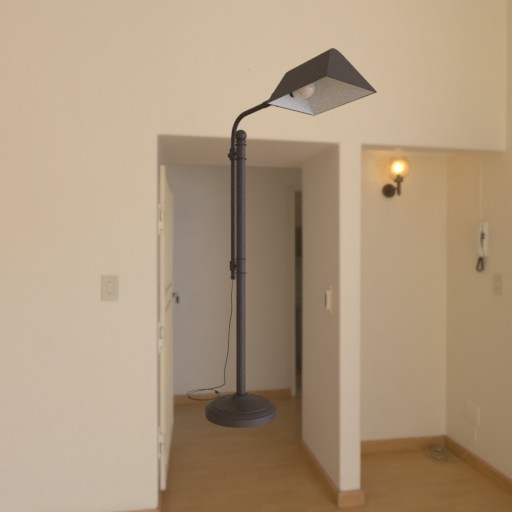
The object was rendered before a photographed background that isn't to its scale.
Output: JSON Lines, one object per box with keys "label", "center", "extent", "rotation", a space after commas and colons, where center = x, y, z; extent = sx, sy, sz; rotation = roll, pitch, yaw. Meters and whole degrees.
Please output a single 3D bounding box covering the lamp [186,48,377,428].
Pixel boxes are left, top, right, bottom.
{"label": "lamp", "center": [0.000, 0.000, 0.944], "extent": [0.159, 0.708, 0.545], "rotation": [0, 0, -35]}
